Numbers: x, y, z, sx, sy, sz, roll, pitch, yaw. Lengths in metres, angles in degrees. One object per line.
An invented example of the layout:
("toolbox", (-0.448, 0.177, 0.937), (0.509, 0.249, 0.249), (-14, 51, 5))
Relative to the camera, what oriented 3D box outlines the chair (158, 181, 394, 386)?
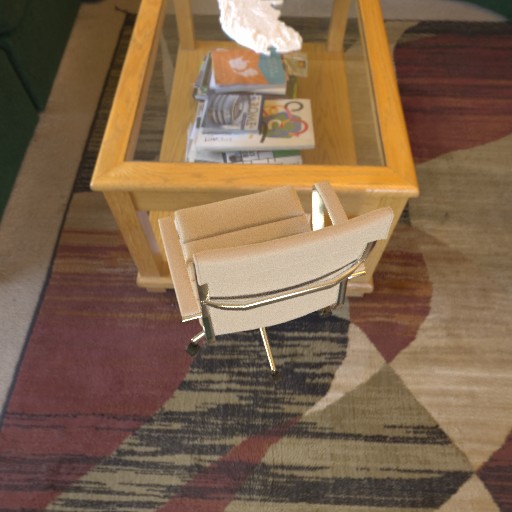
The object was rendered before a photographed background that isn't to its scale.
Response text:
("chair", (0.000, 0.000, 1.548), (0.679, 1.149, 0.667), (-14, 60, -8))
